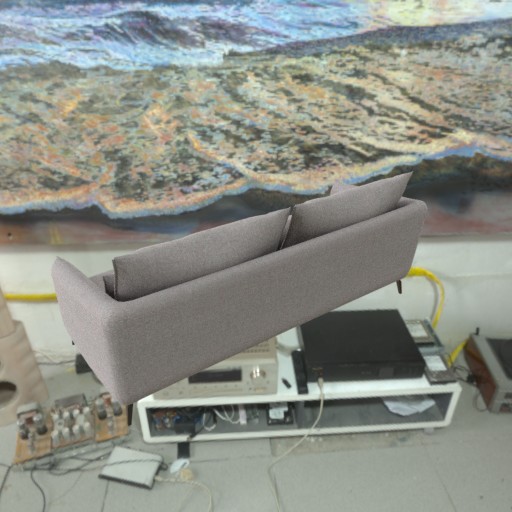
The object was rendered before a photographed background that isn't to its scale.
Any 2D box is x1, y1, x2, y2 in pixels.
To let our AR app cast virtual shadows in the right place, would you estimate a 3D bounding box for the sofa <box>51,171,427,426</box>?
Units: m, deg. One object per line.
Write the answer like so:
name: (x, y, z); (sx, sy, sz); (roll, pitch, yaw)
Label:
sofa: (0.000, 0.000, 2.483); (2.022, 0.833, 0.809); (-19, 35, -29)
